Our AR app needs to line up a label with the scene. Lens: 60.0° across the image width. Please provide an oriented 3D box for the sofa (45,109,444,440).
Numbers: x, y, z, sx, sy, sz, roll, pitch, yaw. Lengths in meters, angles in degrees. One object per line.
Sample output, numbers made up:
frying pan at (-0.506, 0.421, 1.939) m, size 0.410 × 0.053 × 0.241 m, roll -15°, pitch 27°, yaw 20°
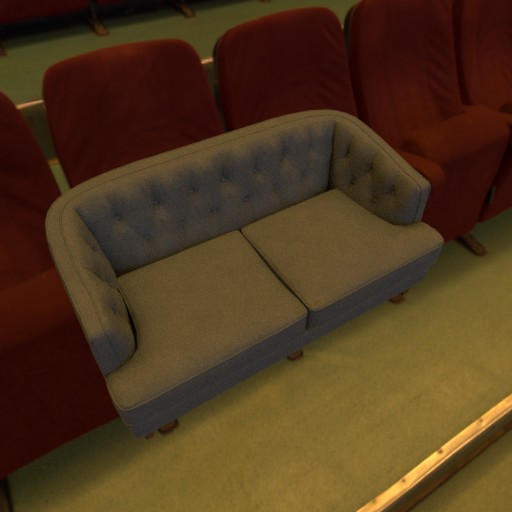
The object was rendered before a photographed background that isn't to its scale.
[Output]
sofa at (0.000, 0.000, 2.207) m, size 1.733 × 0.855 × 0.941 m, roll -24°, pitch 50°, yaw -22°
